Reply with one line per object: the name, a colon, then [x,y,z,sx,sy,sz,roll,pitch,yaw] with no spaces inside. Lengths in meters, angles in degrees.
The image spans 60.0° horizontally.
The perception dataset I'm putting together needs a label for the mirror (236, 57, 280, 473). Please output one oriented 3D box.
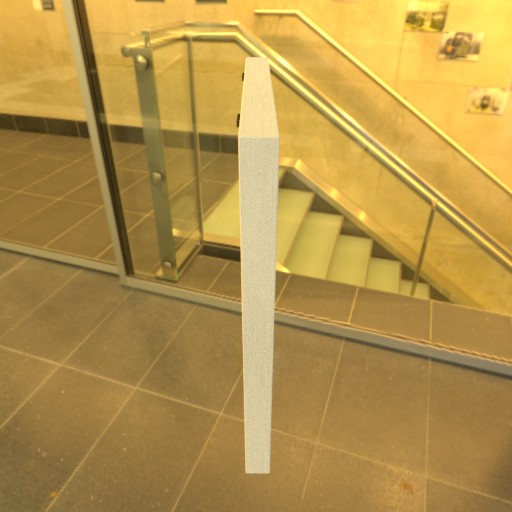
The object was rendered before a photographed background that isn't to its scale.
mirror: [0.000,0.000,0.691,0.041,0.509,0.406,0,33,0]
